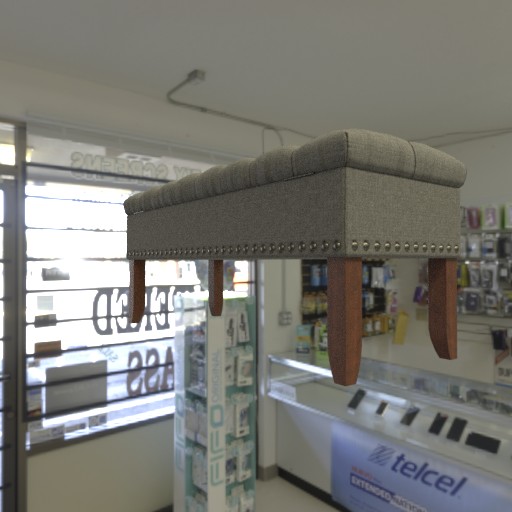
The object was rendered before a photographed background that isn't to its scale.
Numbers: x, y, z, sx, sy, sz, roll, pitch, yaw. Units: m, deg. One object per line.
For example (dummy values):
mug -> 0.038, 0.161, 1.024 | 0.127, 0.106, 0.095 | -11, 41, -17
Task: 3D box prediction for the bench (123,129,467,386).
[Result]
bench -> 0.000, 0.000, 1.295 | 0.417, 0.470, 1.052 | 1, -1, -37
